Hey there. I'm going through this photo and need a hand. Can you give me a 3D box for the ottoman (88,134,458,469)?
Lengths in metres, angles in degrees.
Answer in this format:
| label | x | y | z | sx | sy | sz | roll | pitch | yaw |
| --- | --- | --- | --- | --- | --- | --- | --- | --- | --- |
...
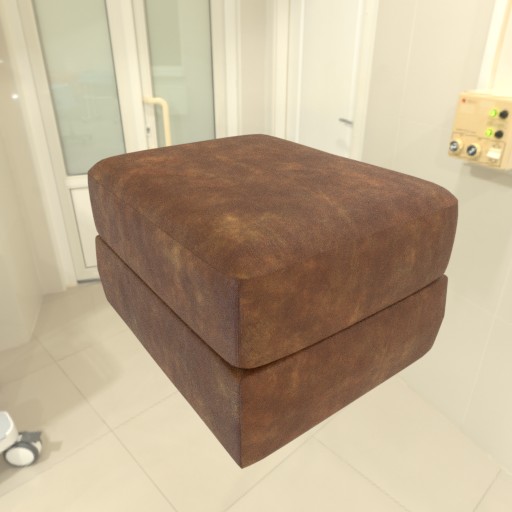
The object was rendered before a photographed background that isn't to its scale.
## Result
| label | x | y | z | sx | sy | sz | roll | pitch | yaw |
| --- | --- | --- | --- | --- | --- | --- | --- | --- | --- |
| ottoman | 0.000 | 0.000 | 1.120 | 0.603 | 0.476 | 0.751 | -19 | 33 | -32 |
